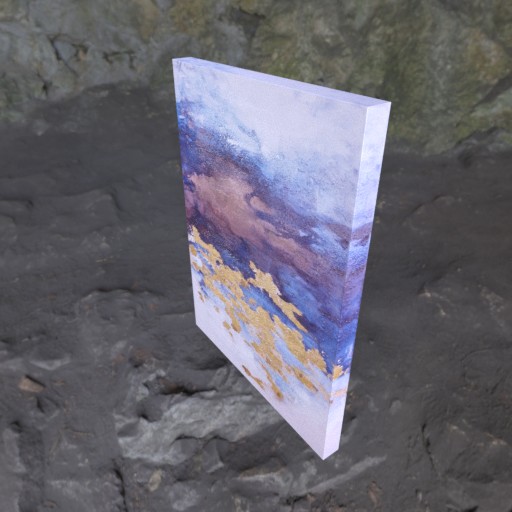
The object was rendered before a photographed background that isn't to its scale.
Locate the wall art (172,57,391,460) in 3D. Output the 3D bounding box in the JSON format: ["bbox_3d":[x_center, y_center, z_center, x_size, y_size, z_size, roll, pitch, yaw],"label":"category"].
[{"bbox_3d":[0.000,0.000,0.759,0.036,0.581,0.437,-20,37,-30],"label":"wall art"}]
